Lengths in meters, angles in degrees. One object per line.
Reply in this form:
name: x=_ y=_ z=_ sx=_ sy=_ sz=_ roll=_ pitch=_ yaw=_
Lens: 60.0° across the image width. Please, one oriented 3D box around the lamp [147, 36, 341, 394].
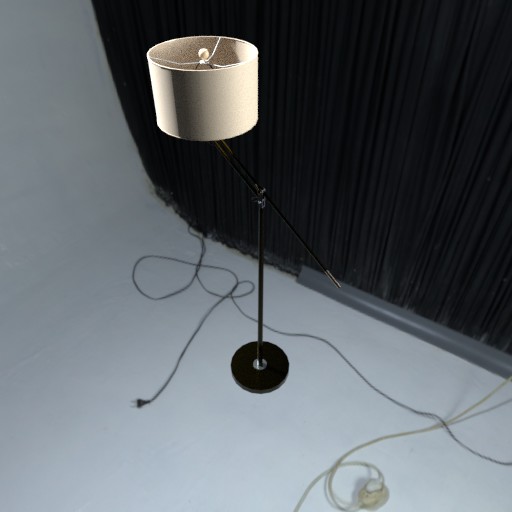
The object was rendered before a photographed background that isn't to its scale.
lamp: x=0.000 y=0.000 z=1.944 sx=0.809 sy=1.635 sz=0.373 roll=24 pitch=47 yaw=25
